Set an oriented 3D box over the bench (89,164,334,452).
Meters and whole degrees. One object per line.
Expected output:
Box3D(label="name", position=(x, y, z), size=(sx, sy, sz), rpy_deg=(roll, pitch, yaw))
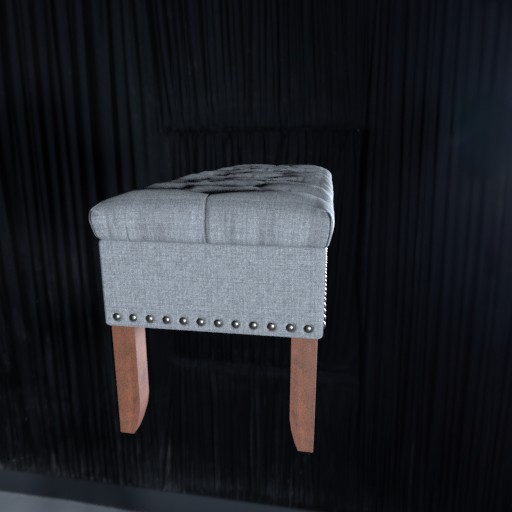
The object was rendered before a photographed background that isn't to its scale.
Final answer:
Box3D(label="bench", position=(0.000, 0.000, 1.264), size=(0.417, 0.470, 1.052), rpy_deg=(2, 14, 9))
